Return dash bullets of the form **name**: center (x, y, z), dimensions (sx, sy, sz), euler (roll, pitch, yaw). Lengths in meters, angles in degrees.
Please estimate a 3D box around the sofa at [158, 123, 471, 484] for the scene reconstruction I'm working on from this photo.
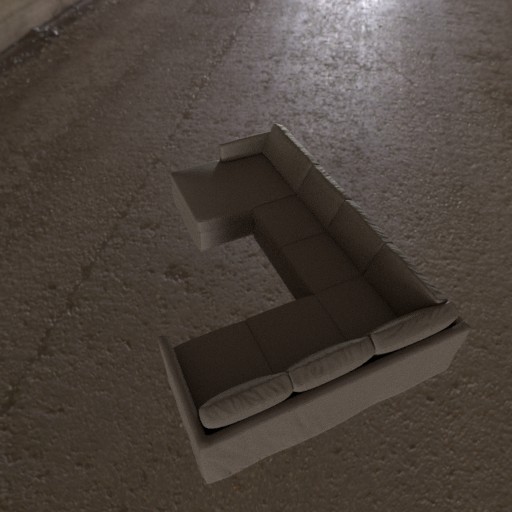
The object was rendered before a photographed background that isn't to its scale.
- **sofa**: center (0.000, 0.000, 4.611), dimensions (2.476, 0.878, 3.528), euler (-19, 50, -17)
